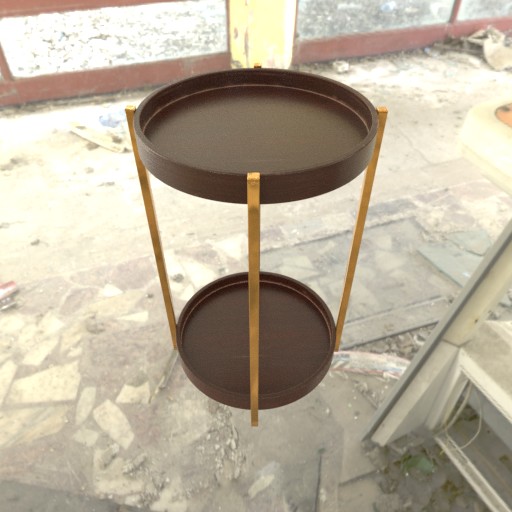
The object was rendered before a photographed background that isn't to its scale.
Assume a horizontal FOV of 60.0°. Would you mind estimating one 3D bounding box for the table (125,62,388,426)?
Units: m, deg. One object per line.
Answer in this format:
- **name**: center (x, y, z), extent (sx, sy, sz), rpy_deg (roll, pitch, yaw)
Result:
- **table**: center (0.000, 0.000, 0.881), extent (0.400, 0.610, 0.400), rpy_deg (1, 42, 1)
